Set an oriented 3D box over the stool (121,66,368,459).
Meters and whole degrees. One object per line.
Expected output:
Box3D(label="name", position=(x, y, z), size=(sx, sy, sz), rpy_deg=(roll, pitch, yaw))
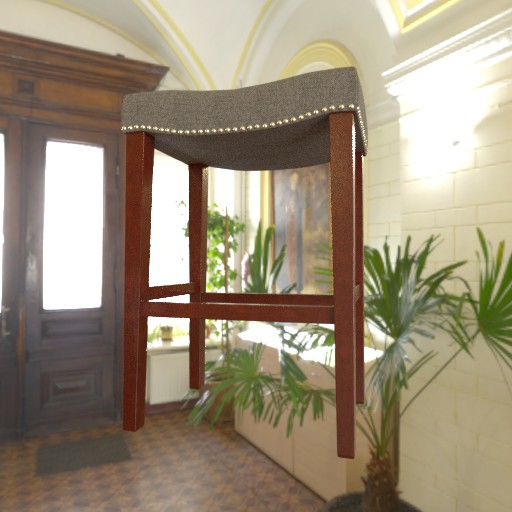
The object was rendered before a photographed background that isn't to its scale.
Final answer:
Box3D(label="stool", position=(0.000, 0.000, 1.046), size=(0.504, 0.742, 0.372), rpy_deg=(0, -1, 17))
